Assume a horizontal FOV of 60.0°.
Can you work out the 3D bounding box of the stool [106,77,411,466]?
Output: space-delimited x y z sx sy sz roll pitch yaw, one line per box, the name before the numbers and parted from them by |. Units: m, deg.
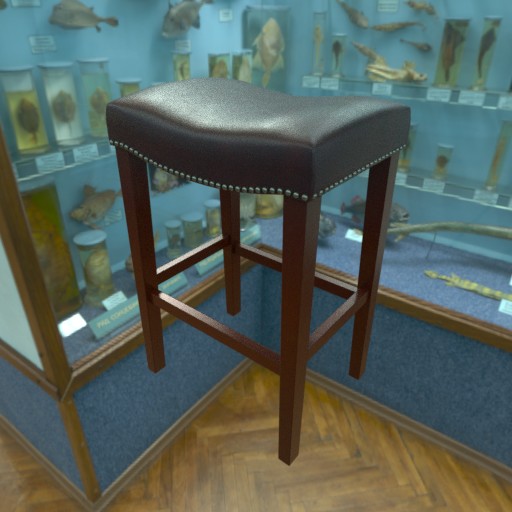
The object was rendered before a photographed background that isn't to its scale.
stool | 0.000 0.000 1.046 0.504 0.742 0.372 22 36 33
